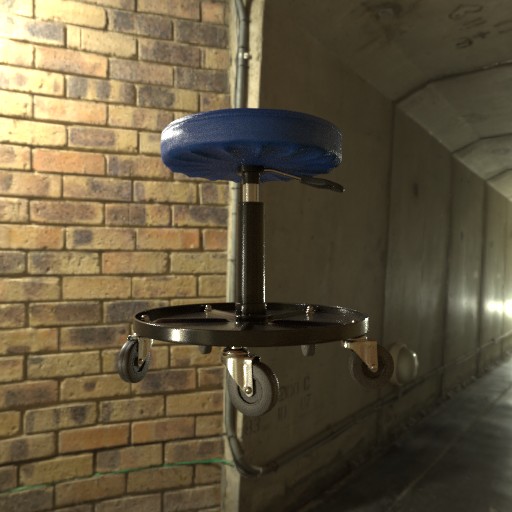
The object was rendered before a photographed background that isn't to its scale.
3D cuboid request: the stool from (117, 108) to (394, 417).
[{"bbox_3d":[0.000,0.000,0.673,0.382,0.365,0.381,0,-1,1],"label":"stool"}]
